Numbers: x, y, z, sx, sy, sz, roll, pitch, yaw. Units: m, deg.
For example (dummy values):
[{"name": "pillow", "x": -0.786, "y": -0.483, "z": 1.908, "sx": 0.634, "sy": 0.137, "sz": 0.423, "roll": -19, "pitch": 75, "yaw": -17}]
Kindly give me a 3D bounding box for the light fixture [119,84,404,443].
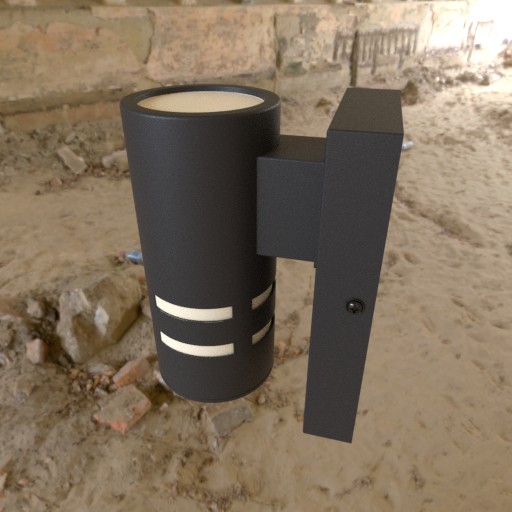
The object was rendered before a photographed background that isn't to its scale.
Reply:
[{"name": "light fixture", "x": 0.000, "y": 0.000, "z": 0.263, "sx": 0.138, "sy": 0.179, "sz": 0.098, "roll": 8, "pitch": 31, "yaw": 13}]
